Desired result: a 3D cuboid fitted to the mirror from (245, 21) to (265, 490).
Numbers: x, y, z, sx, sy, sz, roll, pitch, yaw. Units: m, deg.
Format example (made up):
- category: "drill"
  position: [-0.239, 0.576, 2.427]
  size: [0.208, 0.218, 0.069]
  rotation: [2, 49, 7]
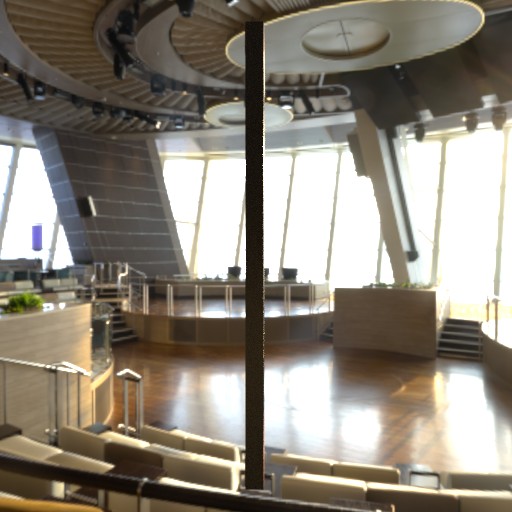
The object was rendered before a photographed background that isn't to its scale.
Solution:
- category: "mirror"
  position: [0.000, 0.000, 1.233]
  size: [0.047, 1.123, 0.343]
  rotation: [0, 1, 1]
